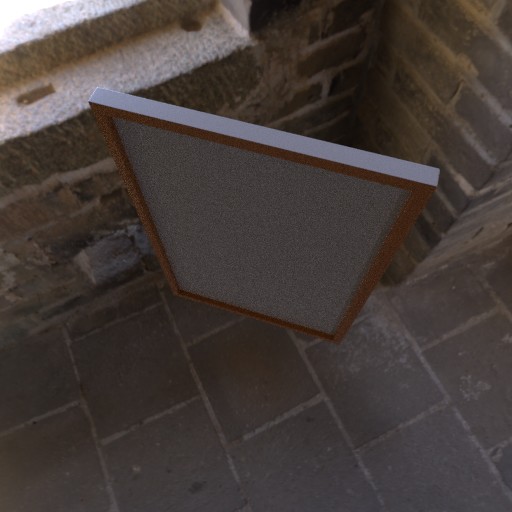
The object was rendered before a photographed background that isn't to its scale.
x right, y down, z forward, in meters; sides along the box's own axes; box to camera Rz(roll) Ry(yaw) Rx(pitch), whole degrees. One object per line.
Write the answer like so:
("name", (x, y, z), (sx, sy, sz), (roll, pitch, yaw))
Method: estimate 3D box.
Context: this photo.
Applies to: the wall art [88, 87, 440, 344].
("wall art", (0.000, 0.000, 0.766), (0.405, 0.608, 0.025), (16, 64, 8))
